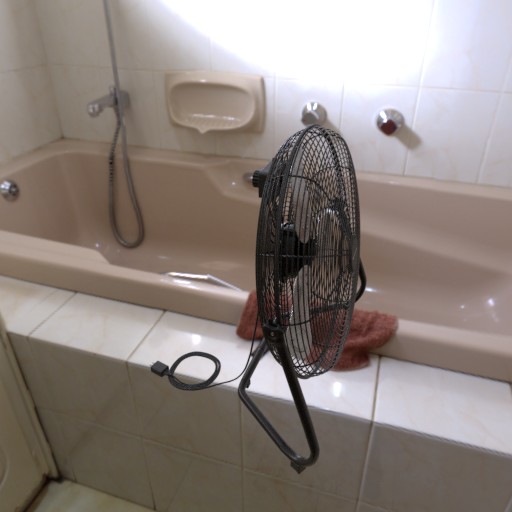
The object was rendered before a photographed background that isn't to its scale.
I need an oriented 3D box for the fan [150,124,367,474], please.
[{"bbox_3d":[0.000,0.000,0.923,0.424,0.546,0.555,11,32,17],"label":"fan"}]
